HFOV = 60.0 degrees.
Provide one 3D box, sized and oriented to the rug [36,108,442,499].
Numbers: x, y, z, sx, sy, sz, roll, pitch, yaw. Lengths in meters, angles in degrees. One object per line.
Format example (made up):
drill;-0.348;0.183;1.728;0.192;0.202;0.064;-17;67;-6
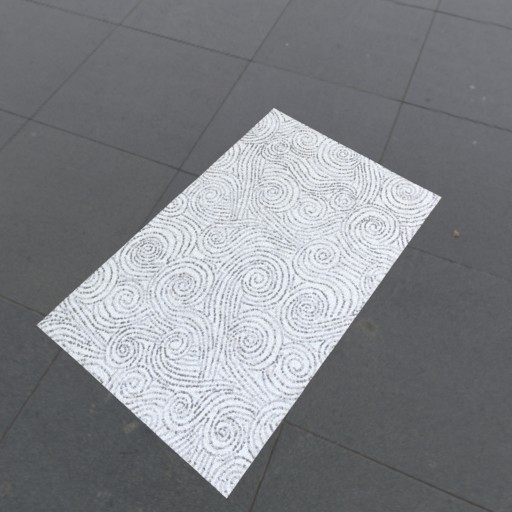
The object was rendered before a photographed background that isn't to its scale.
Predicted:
rug;0.000;0.000;2.969;1.524;0.005;2.439;34;65;18
